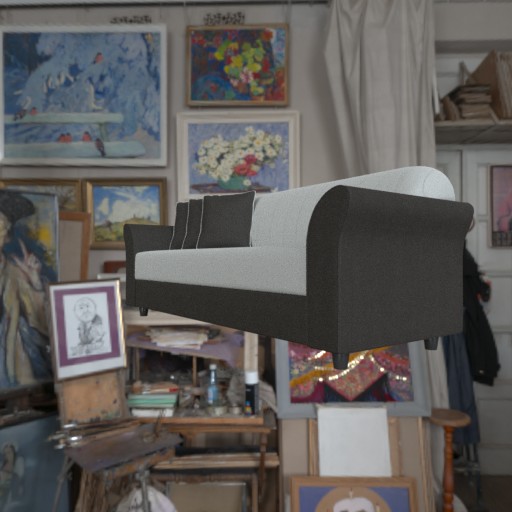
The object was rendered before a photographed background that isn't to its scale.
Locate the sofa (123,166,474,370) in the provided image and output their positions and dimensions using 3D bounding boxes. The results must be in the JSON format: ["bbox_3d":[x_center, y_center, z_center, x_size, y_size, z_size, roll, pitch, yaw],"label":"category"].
[{"bbox_3d":[0.000,0.000,2.397,0.755,0.787,2.001,0,0,-36],"label":"sofa"}]
